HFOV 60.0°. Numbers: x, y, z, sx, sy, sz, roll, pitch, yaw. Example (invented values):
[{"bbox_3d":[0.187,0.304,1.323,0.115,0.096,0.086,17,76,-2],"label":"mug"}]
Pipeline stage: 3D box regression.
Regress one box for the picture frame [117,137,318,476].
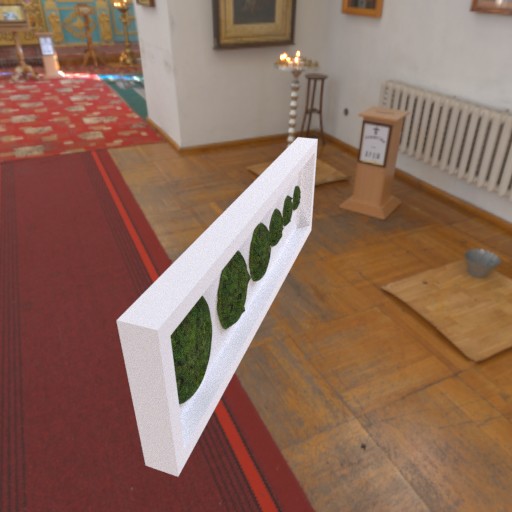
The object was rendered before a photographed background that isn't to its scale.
[{"bbox_3d":[0.000,0.000,0.840,0.050,0.250,0.759,10,32,17],"label":"picture frame"}]
